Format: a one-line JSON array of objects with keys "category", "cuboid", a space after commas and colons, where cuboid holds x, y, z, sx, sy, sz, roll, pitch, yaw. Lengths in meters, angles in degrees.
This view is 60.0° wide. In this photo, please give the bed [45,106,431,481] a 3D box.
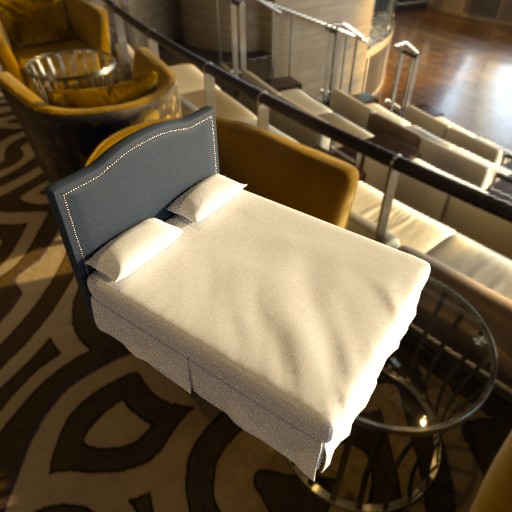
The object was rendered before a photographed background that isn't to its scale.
[{"category": "bed", "cuboid": [0.000, 0.000, 3.387, 2.282, 1.436, 1.821, 25, 47, 26]}]
